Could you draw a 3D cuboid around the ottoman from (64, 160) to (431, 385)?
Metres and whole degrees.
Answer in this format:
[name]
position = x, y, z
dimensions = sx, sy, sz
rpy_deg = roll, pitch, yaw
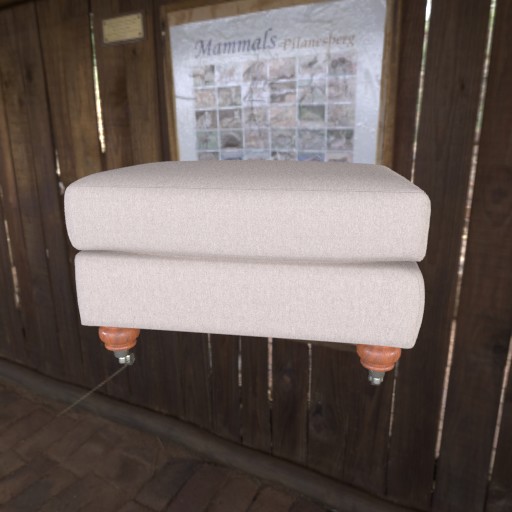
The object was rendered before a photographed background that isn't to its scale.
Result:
[ottoman]
position = 0.000, 0.000, 1.187
dimensions = 0.773, 0.497, 0.574
rpy_deg = 2, 16, 9
